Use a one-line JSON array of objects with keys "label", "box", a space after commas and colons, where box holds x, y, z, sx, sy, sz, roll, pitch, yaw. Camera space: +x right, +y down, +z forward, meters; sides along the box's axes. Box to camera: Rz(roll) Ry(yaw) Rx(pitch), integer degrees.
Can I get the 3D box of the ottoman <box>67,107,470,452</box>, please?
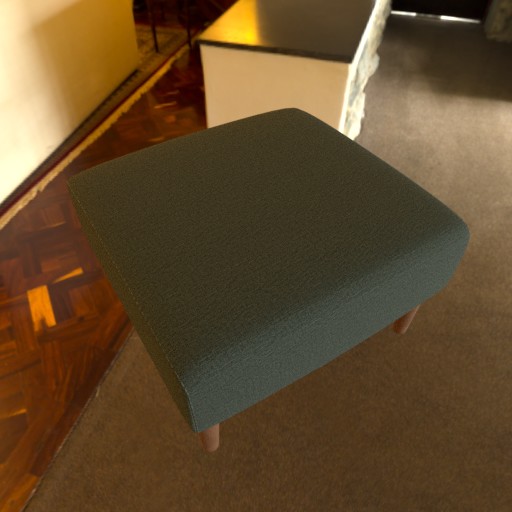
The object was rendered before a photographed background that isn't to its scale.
[{"label": "ottoman", "box": [0.000, 0.000, 1.054, 0.650, 0.398, 0.649, -24, 50, -22]}]
